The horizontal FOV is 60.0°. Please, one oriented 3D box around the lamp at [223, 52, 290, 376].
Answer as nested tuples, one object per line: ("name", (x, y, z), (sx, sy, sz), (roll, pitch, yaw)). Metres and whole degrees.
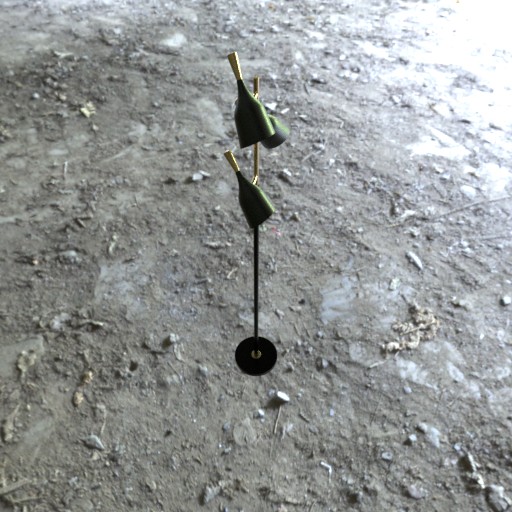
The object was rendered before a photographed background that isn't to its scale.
("lamp", (0.000, 0.000, 1.962), (0.253, 1.778, 0.434), (10, 48, 9))
